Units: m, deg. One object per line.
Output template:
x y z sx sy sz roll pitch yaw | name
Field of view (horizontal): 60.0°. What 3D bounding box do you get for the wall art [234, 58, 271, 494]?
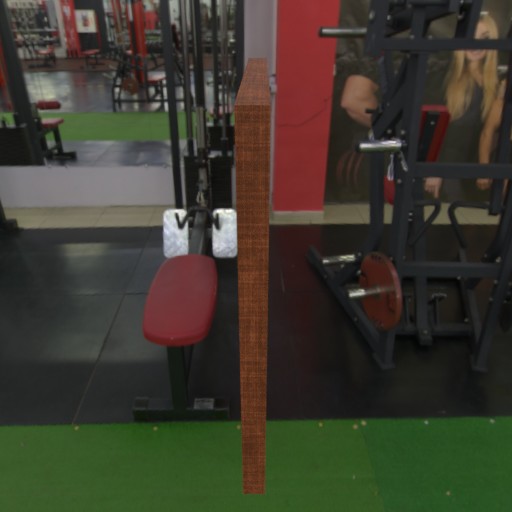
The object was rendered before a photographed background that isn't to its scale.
0.000 0.000 0.740 0.033 0.567 0.467 0 29 1 | wall art
